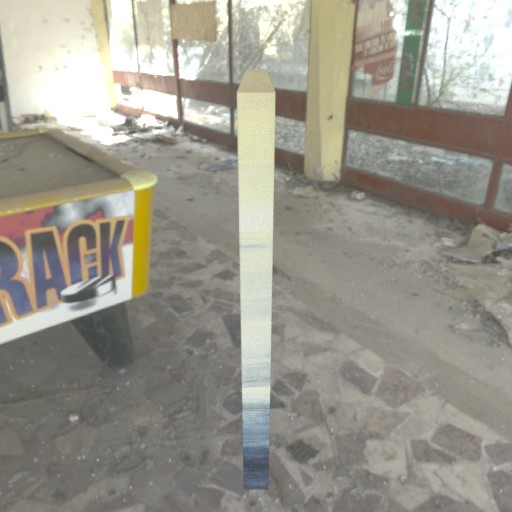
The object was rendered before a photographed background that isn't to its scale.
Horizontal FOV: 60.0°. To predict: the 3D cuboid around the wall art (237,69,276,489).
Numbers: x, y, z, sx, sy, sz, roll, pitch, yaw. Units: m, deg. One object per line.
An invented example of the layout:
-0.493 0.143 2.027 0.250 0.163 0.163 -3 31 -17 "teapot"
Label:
0.000 0.000 0.811 0.040 0.608 0.489 0 25 0 "wall art"
